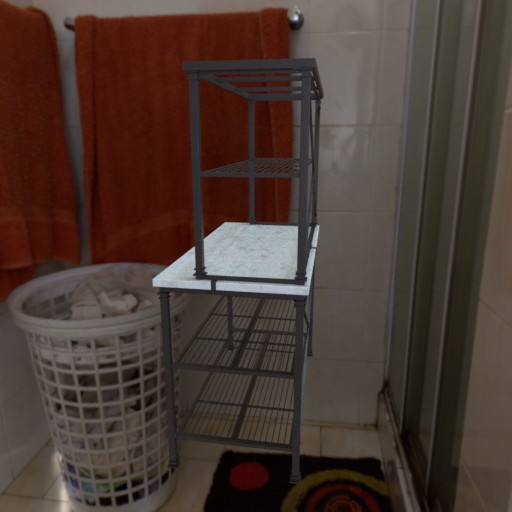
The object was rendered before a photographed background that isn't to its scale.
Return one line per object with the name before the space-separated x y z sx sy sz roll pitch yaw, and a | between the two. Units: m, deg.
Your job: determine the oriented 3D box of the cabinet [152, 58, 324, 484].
cabinet | 0.000 0.000 2.254 0.610 1.659 1.210 3 15 9
